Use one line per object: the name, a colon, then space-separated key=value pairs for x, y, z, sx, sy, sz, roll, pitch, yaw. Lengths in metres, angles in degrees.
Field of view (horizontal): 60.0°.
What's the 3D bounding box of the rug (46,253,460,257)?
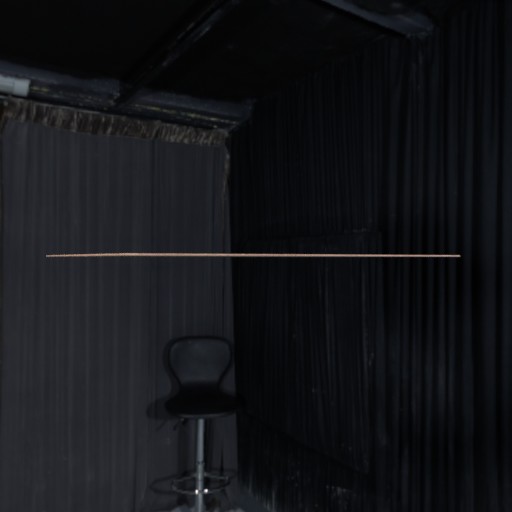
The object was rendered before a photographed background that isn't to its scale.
rug: x=0.000 y=0.000 z=2.931 sx=2.286 sy=0.011 sz=1.524 roll=0 pitch=0 yaw=-35
